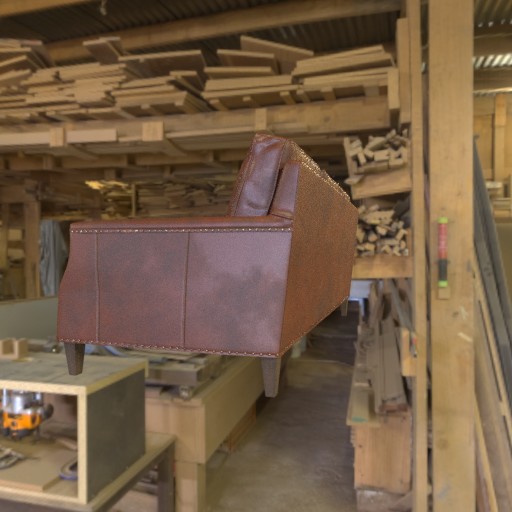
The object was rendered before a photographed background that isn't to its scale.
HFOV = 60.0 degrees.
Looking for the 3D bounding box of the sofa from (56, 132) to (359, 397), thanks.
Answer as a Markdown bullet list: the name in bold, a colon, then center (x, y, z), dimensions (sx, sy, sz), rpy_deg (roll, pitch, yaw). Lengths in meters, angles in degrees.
- **sofa**: center (0.000, 0.000, 2.763), dimensions (1.084, 1.003, 2.240), rpy_deg (0, 1, 18)
